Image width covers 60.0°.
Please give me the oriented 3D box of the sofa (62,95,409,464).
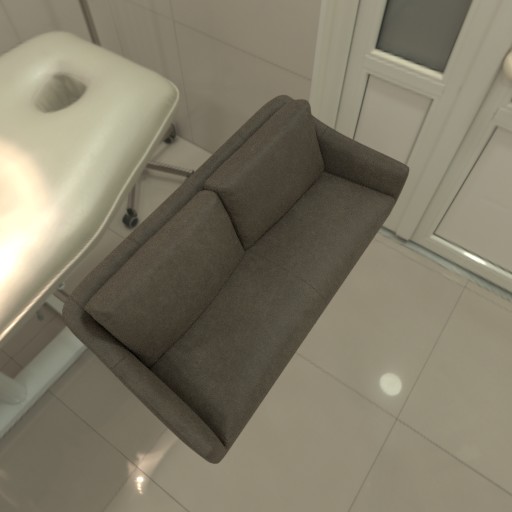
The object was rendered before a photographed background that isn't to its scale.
[{"bbox_3d":[0.000,0.000,2.568,0.960,0.902,2.036,31,63,18],"label":"sofa"}]
